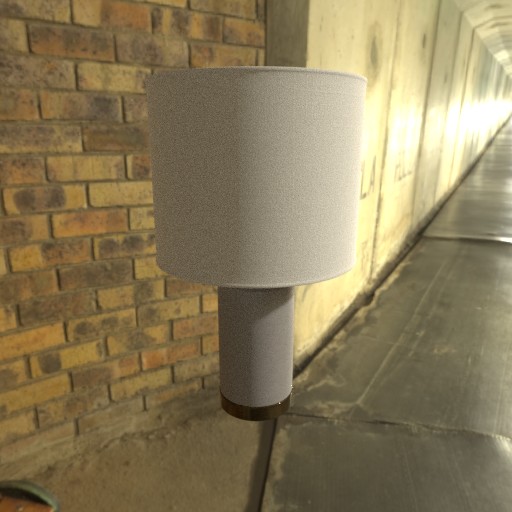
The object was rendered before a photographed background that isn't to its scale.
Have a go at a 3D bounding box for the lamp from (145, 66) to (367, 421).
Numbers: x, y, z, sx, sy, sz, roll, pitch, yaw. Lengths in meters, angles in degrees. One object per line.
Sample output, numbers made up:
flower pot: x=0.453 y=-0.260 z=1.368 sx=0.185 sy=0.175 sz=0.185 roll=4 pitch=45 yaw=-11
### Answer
lamp: x=0.000 y=0.000 z=0.518 sx=0.229 sy=0.380 sz=0.229 roll=0 pitch=15 yaw=0
